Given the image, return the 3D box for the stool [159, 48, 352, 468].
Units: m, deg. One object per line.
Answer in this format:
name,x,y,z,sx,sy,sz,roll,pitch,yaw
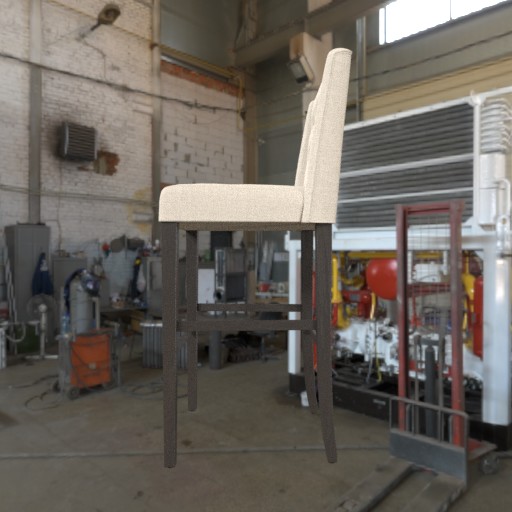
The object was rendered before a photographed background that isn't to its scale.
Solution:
stool,0.000,0.000,1.383,0.509,1.116,0.474,0,0,0
